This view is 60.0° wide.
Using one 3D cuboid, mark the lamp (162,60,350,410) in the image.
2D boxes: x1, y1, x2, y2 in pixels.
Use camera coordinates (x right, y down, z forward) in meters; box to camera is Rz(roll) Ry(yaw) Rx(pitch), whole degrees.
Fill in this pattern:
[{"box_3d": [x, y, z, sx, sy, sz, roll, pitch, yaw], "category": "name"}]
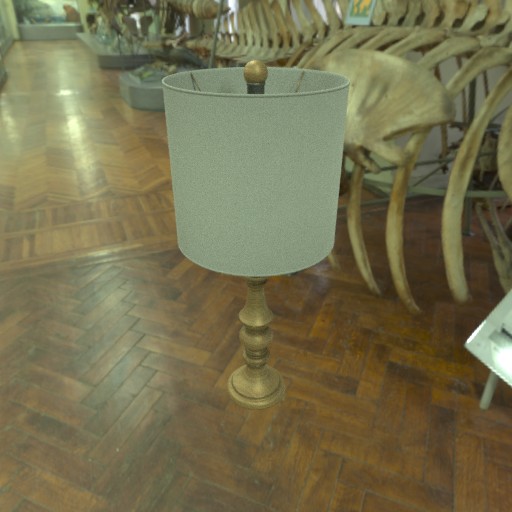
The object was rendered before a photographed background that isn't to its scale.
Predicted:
[{"box_3d": [0.000, 0.000, 0.735, 0.250, 0.597, 0.250, 20, 35, 32], "category": "lamp"}]
